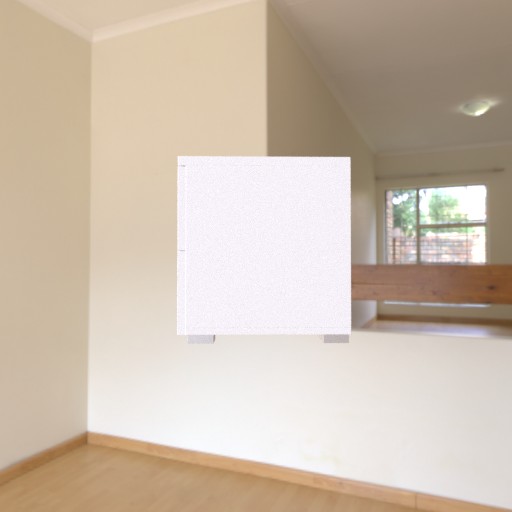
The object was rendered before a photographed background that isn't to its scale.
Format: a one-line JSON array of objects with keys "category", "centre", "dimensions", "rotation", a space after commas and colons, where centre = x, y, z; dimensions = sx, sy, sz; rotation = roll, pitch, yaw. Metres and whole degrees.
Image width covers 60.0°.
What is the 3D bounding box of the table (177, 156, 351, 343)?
[{"category": "table", "centre": [0.000, 0.000, 1.819], "dimensions": [0.390, 0.420, 1.650], "rotation": [0, -1, -1]}]
